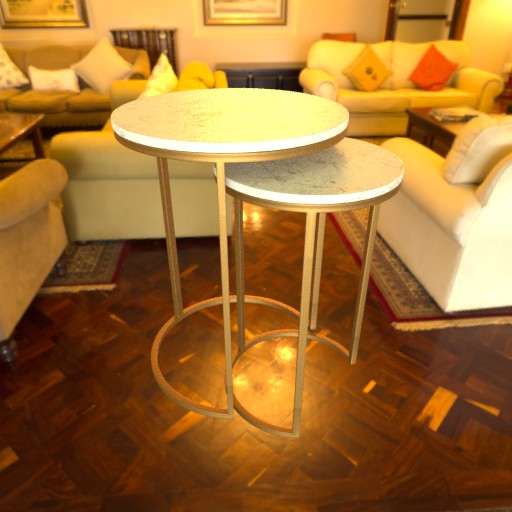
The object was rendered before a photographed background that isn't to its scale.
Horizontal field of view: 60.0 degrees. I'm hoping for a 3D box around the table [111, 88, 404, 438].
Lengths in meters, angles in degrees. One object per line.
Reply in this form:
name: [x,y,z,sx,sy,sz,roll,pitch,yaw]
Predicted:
table: [0.000,0.000,0.878,0.507,0.550,0.400,21,36,31]
